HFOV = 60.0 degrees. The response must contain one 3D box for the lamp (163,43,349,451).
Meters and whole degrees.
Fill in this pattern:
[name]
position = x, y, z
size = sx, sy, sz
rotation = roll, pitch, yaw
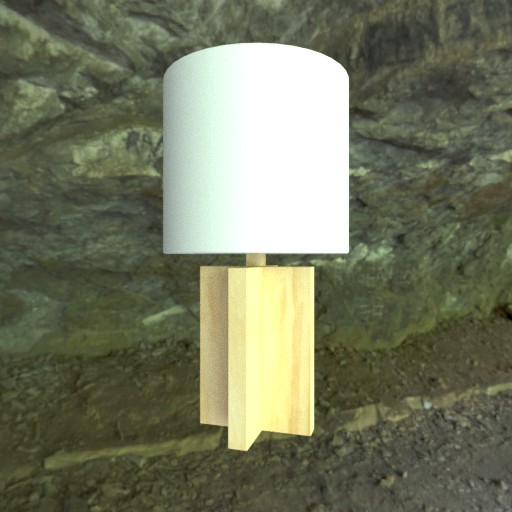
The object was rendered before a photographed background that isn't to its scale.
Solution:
[lamp]
position = 0.000, 0.000, 0.557
size = 0.229, 0.428, 0.229
rotation = 0, 0, 17
